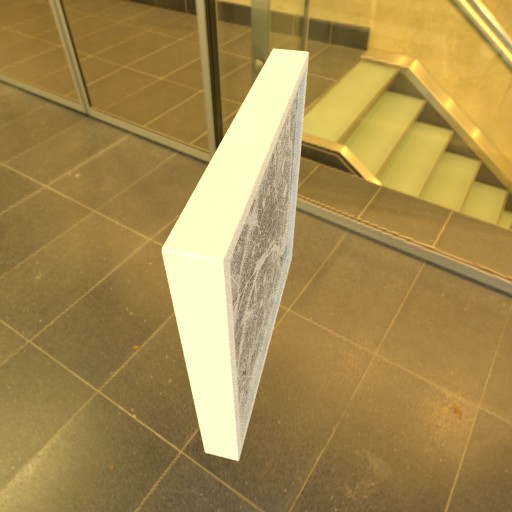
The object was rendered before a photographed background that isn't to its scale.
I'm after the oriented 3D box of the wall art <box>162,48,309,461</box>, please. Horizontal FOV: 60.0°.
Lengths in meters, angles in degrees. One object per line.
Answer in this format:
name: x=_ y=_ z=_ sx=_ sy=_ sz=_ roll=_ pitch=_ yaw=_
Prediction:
wall art: x=0.000 y=0.000 z=0.462 sx=0.038 sy=0.305 sz=0.305 roll=10 pitch=47 yaw=10
